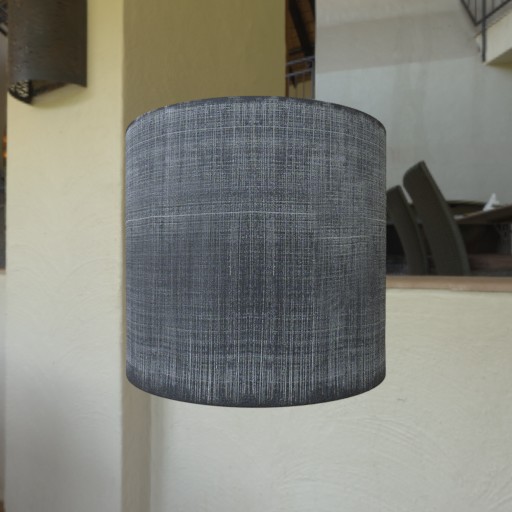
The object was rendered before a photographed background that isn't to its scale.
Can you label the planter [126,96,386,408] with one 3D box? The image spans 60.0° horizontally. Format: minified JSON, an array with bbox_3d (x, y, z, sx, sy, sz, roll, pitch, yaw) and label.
[{"bbox_3d":[0.000,0.000,0.390,0.221,0.201,0.221,0,-1,0],"label":"planter"}]
